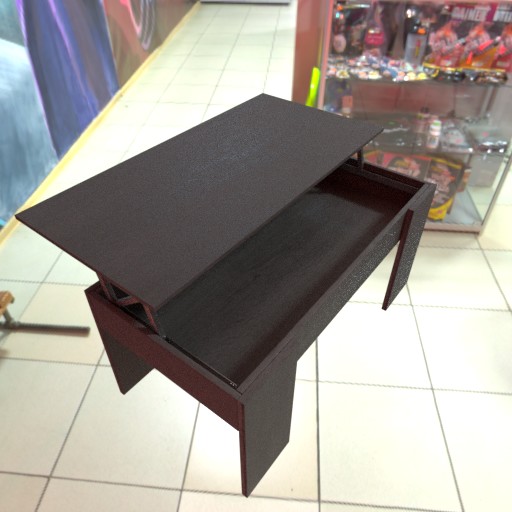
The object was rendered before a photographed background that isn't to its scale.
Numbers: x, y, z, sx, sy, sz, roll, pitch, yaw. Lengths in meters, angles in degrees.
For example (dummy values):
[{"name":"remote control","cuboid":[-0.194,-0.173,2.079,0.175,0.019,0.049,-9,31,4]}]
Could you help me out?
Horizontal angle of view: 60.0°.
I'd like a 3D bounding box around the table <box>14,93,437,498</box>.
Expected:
[{"name":"table","cuboid":[0.000,0.000,1.395,0.711,0.570,1.000,27,48,28]}]
